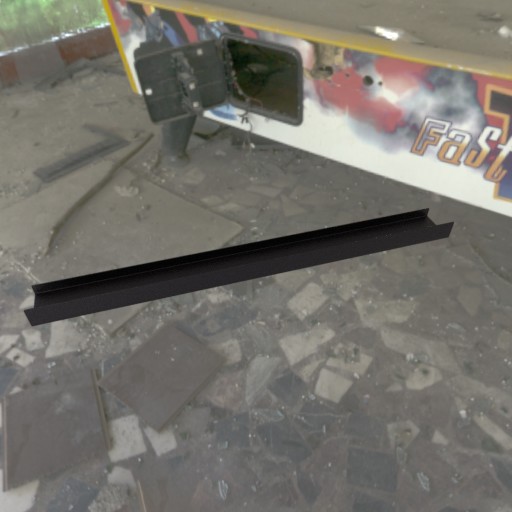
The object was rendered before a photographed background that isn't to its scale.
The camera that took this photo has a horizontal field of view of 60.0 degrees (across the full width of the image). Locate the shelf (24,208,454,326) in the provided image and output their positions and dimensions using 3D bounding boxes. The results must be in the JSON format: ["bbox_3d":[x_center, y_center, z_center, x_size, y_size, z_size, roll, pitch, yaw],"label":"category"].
[{"bbox_3d":[0.000,0.000,0.965,0.924,0.049,0.092,-11,43,-12],"label":"shelf"}]
